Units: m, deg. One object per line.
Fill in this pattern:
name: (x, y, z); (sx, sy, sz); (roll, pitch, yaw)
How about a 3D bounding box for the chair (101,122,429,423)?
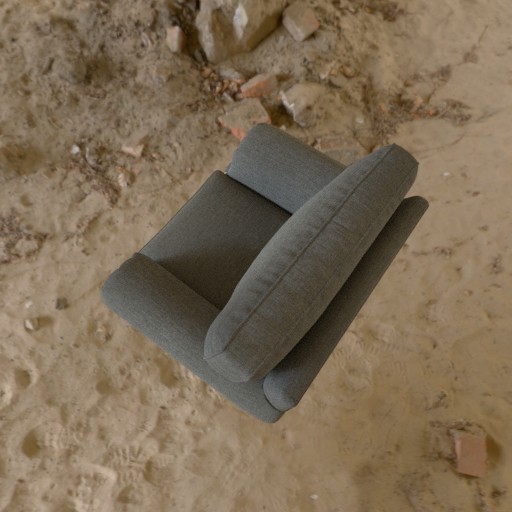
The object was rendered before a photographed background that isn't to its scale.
chair: (0.000, 0.000, 1.889); (0.965, 0.961, 1.092); (33, 69, 15)
